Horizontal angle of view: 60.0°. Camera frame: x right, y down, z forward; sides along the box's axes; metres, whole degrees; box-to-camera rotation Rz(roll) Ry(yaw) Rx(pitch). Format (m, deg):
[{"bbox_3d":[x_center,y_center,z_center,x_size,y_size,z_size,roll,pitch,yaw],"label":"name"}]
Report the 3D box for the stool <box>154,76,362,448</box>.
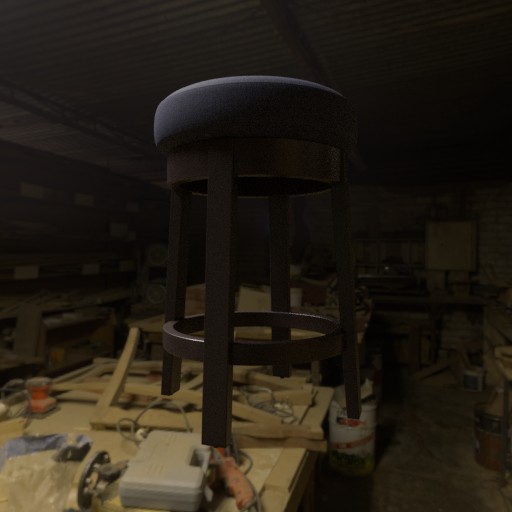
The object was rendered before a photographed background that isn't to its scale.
[{"bbox_3d":[0.000,0.000,0.964,0.449,0.655,0.449,0,1,0],"label":"stool"}]
